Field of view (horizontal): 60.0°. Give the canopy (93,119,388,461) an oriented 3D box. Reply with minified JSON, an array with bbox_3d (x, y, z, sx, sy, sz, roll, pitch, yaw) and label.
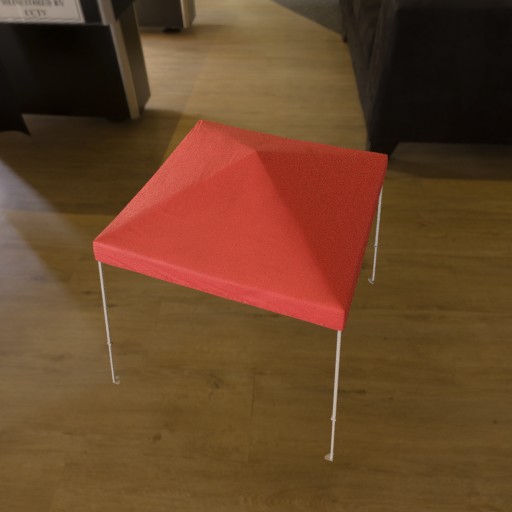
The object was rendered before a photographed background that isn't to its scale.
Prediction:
[{"bbox_3d":[0.000,0.000,6.571,3.599,3.600,3.600,15,48,14],"label":"canopy"}]
